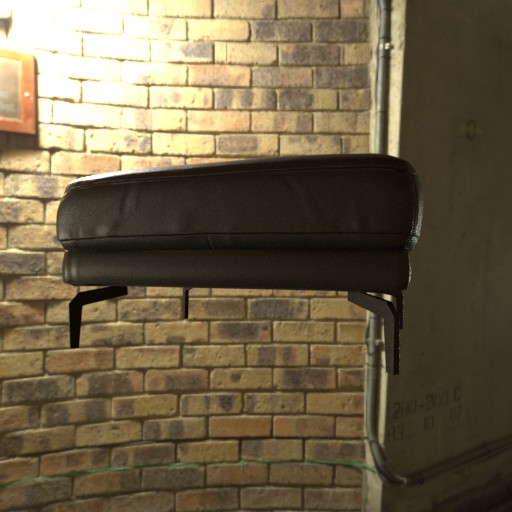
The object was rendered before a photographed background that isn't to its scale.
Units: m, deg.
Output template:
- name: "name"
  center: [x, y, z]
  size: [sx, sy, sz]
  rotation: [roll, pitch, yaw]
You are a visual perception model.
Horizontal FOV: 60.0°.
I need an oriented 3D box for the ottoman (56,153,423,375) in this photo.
- name: "ottoman"
  center: [0.000, 0.000, 1.090]
  size: [0.764, 0.402, 0.570]
  rotation: [0, 0, 19]
